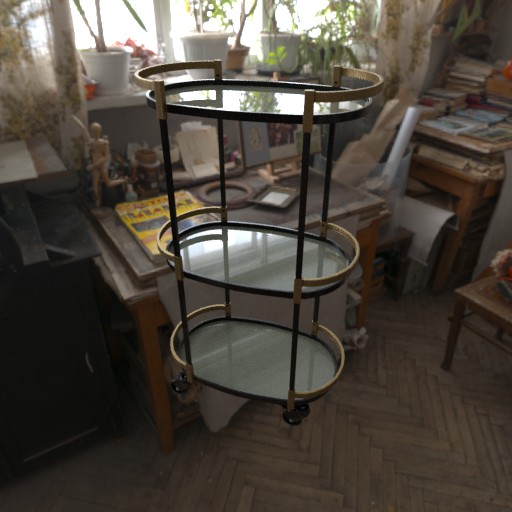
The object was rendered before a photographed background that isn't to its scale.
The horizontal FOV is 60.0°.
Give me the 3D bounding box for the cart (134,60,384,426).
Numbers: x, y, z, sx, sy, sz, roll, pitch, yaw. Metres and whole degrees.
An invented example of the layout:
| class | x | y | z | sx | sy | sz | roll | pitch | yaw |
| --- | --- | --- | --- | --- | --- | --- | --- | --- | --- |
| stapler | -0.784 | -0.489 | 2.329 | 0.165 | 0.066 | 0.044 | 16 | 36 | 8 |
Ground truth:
| class | x | y | z | sx | sy | sz | roll | pitch | yaw |
| --- | --- | --- | --- | --- | --- | --- | --- | --- | --- |
| cart | 0.000 | 0.000 | 1.143 | 0.515 | 0.885 | 0.311 | 10 | 33 | 16 |
